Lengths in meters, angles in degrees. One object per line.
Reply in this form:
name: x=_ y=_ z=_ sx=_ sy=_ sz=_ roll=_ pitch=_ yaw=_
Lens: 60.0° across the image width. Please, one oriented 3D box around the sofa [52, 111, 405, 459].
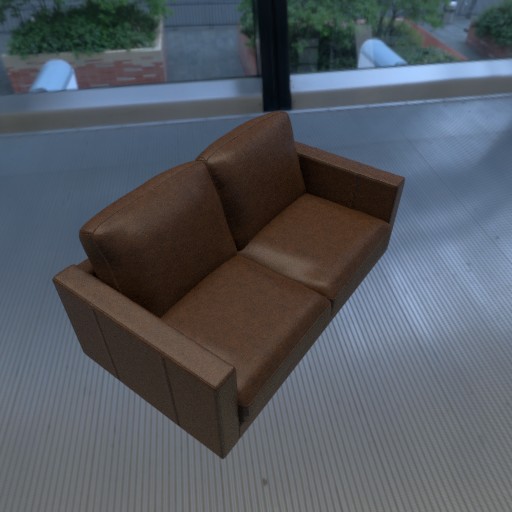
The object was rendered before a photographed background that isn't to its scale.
sofa: x=0.000 y=0.000 z=2.210 sx=0.909 sy=0.951 sz=1.578 roll=26 pitch=48 yaw=26
